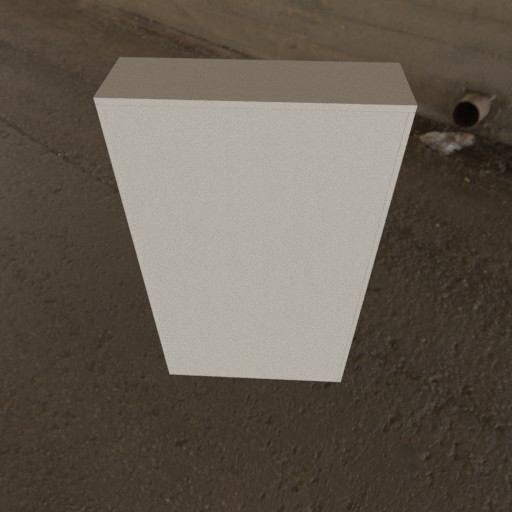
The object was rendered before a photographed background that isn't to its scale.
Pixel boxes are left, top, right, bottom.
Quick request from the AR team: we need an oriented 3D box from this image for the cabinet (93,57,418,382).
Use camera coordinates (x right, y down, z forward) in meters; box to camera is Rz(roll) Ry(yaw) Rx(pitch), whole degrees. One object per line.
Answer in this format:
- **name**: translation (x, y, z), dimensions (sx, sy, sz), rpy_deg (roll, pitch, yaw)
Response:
- **cabinet**: translation (0.000, 0.000, 1.569), dimensions (0.750, 1.280, 0.250), rpy_deg (2, 46, 2)
